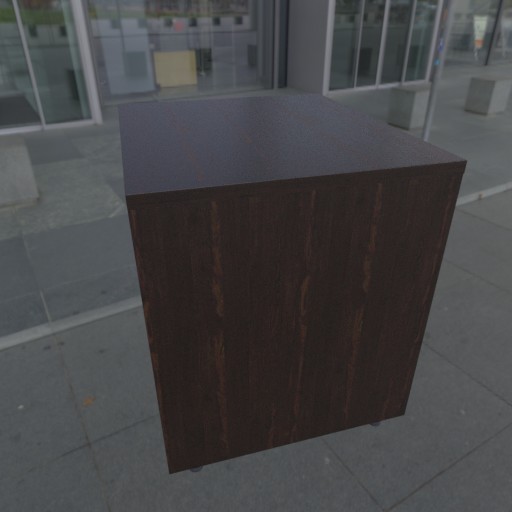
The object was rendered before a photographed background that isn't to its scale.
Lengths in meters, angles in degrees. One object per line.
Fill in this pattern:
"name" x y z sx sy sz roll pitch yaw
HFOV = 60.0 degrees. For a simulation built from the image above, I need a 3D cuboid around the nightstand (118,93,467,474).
"nightstand" 0.000 0.000 0.843 0.427 0.487 0.489 -8 31 -14
